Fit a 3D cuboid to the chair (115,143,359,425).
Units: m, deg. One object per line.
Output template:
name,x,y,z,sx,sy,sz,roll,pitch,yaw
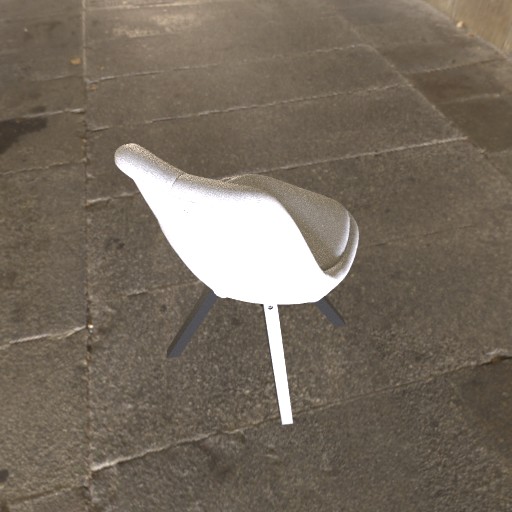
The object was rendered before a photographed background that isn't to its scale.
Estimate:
chair,0.000,0.000,1.163,0.485,0.850,0.550,23,51,20
